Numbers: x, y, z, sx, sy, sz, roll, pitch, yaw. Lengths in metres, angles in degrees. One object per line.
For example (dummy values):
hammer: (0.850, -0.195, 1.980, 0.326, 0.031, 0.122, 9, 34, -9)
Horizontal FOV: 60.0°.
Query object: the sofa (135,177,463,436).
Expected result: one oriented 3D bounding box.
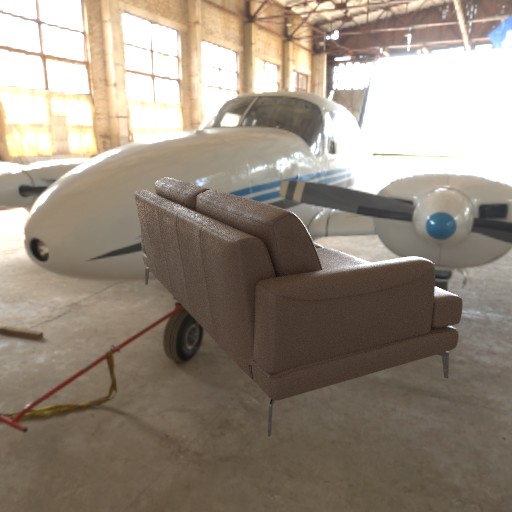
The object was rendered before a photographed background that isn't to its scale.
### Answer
sofa: (0.000, 0.000, 2.441, 0.974, 0.765, 1.940, -7, 16, -26)
